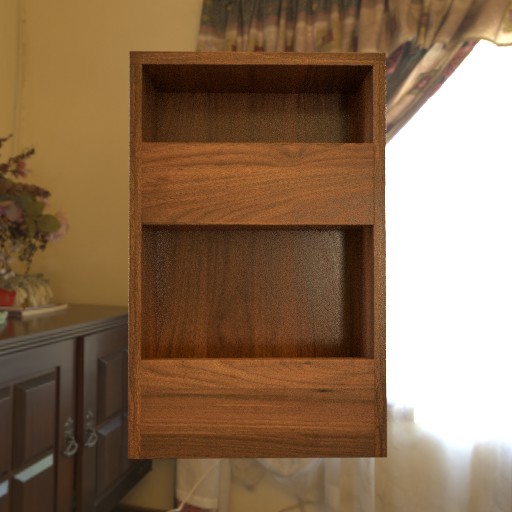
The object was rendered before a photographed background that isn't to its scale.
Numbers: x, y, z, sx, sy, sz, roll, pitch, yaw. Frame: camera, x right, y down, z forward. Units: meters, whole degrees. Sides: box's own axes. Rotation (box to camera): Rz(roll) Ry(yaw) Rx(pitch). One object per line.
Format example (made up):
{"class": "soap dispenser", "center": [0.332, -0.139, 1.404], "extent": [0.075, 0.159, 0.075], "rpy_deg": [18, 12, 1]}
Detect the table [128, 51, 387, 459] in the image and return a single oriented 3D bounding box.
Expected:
{"class": "table", "center": [0.000, 0.000, 1.526], "extent": [0.660, 1.041, 0.786], "rpy_deg": [0, -1, -1]}
